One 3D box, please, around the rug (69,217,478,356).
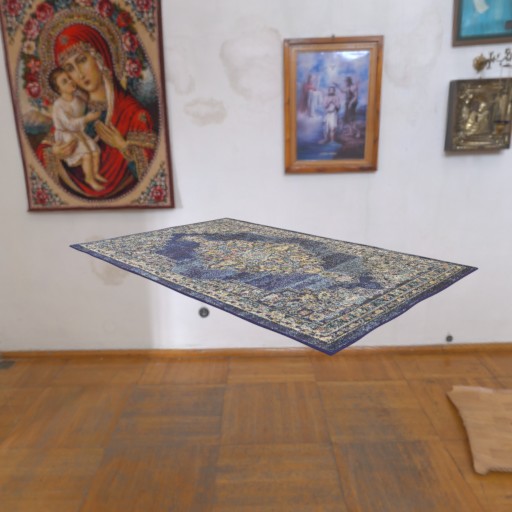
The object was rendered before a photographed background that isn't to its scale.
[{"bbox_3d":[0.000,0.000,2.279,1.781,0.012,1.184,15,22,43],"label":"rug"}]
